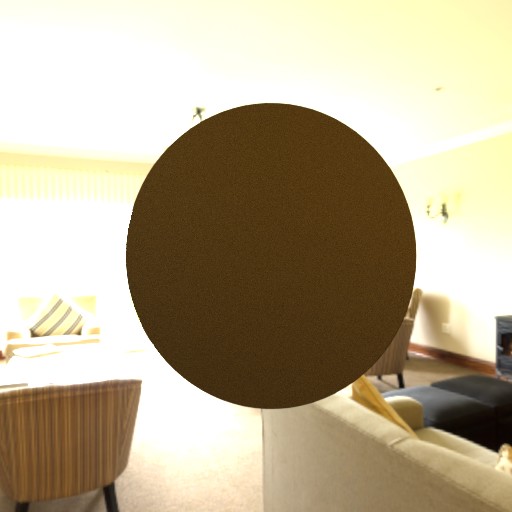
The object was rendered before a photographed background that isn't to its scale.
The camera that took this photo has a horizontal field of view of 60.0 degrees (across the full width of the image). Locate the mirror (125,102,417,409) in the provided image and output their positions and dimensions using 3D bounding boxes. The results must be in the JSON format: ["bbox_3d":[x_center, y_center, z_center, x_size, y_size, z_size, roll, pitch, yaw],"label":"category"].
[{"bbox_3d":[0.000,0.000,1.580,1.077,1.077,0.036,0,0,19],"label":"mirror"}]
